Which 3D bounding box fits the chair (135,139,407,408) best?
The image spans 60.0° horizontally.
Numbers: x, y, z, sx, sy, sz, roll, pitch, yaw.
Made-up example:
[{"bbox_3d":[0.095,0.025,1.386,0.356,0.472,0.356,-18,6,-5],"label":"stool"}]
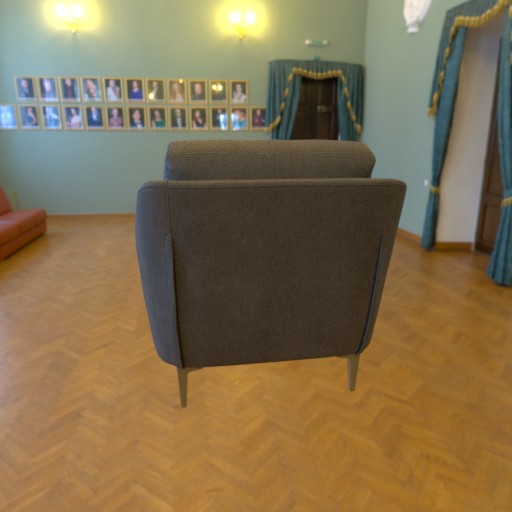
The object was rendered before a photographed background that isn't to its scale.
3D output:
[{"bbox_3d":[0.000,0.000,1.769,0.988,0.901,0.961,-2,15,-9],"label":"chair"}]
